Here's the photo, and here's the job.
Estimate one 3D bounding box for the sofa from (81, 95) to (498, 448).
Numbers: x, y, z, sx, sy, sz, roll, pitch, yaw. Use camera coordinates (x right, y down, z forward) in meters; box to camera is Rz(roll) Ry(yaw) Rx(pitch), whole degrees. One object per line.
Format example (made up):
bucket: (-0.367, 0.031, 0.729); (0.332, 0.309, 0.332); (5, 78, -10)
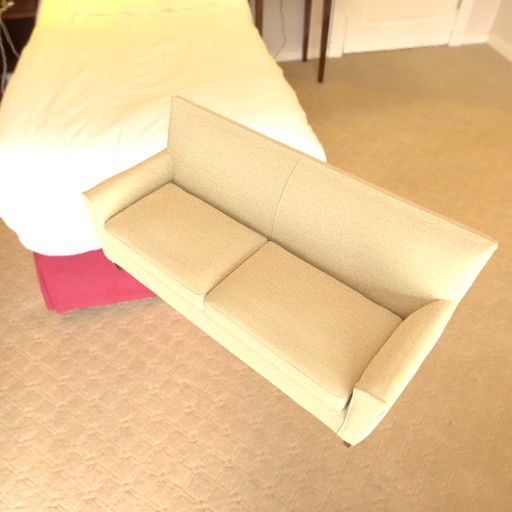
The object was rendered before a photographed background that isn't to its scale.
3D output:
sofa: (0.000, 0.000, 2.415); (2.001, 0.907, 0.841); (32, 55, 26)
